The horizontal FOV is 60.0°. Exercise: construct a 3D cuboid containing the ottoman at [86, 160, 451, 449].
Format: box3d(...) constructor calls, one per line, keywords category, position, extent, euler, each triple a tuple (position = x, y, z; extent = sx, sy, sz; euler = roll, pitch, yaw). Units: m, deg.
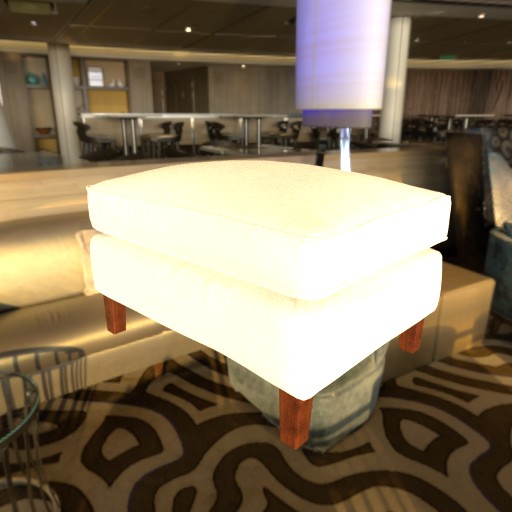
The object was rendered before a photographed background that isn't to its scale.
box3d(category="ottoman", position=(0.000, 0.000, 0.977), extent=(0.665, 0.406, 0.501), euler=(16, 24, 41))
